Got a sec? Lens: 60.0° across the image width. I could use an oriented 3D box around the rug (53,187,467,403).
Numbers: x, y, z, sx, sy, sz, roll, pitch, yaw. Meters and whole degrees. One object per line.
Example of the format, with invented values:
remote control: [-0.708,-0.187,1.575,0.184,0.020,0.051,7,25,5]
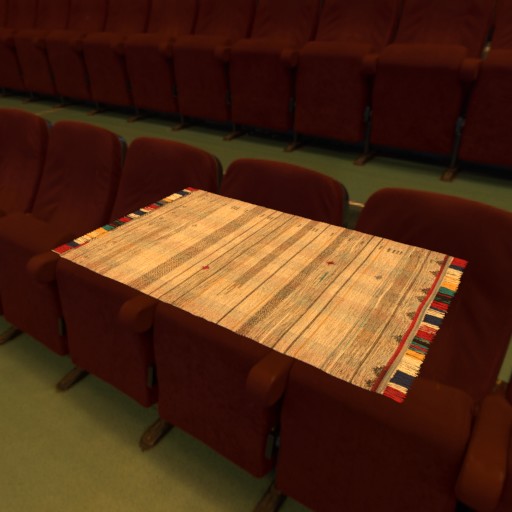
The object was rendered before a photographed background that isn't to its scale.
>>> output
rug: [0.000,0.000,2.996,2.465,0.012,1.465,18,35,28]
